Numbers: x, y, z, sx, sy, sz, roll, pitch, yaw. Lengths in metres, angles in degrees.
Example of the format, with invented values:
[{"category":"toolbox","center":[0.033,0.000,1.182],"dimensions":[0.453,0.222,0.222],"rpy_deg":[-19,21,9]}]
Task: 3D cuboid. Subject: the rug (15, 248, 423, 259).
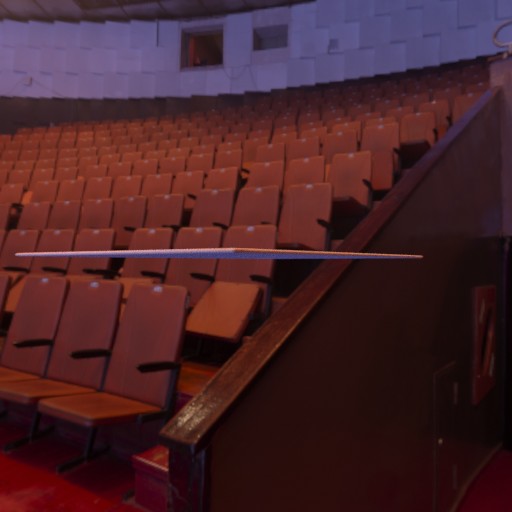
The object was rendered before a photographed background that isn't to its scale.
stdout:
[{"category":"rug","center":[0.000,0.000,2.060],"dimensions":[1.078,0.013,1.678],"rpy_deg":[-1,-1,35]}]
